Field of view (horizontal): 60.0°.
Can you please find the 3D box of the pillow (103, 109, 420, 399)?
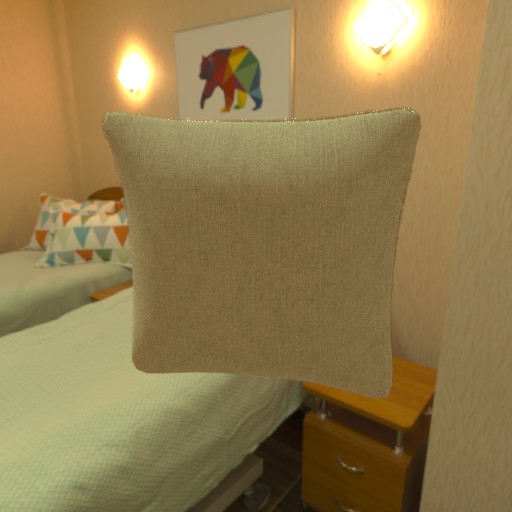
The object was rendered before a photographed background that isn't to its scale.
[{"bbox_3d":[0.000,0.000,0.827,0.538,0.525,0.216,3,17,8],"label":"pillow"}]
